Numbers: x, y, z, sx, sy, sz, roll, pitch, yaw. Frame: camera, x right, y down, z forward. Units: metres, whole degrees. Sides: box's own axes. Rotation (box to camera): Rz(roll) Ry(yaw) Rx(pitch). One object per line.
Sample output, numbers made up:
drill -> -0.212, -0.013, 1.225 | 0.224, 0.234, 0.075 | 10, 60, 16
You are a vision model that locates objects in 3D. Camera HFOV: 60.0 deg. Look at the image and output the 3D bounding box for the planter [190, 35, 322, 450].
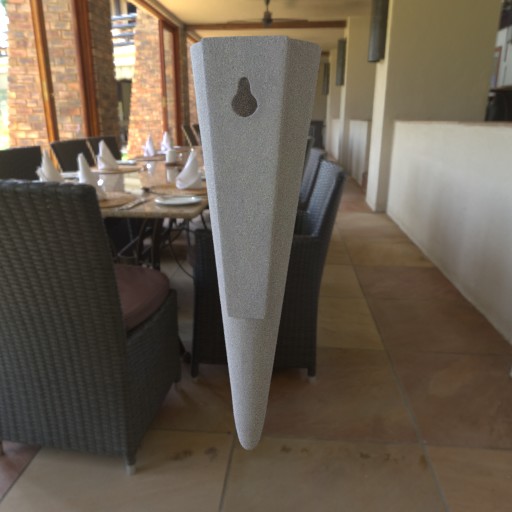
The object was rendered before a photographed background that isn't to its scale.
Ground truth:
planter -> 0.000, 0.000, 0.303 | 0.078, 0.259, 0.087 | 2, 17, 8
